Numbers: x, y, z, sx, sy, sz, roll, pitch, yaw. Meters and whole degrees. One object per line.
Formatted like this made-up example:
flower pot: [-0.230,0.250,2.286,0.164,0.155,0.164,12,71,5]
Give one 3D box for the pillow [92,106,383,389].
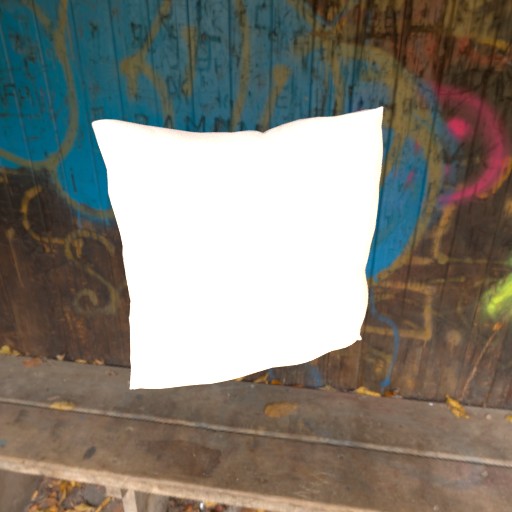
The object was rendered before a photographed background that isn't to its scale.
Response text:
pillow: [0.000,0.000,0.720,0.450,0.448,0.245,-9,27,-17]
